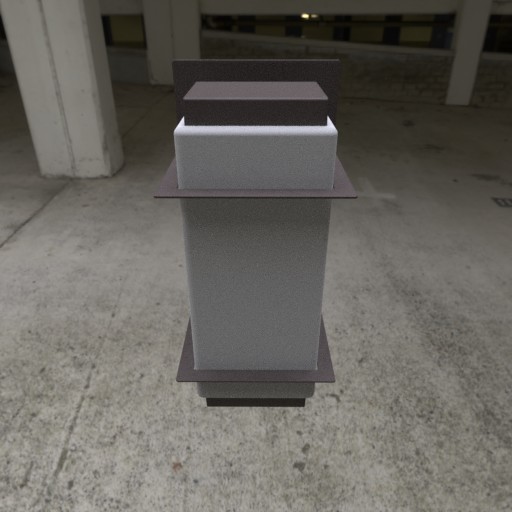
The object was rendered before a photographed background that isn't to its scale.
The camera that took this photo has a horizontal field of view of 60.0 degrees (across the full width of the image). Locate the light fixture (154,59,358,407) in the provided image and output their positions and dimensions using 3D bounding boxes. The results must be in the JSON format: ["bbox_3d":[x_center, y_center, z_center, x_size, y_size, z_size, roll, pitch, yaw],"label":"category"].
[{"bbox_3d":[0.000,0.000,0.440,0.153,0.347,0.146,0,30,0],"label":"light fixture"}]
